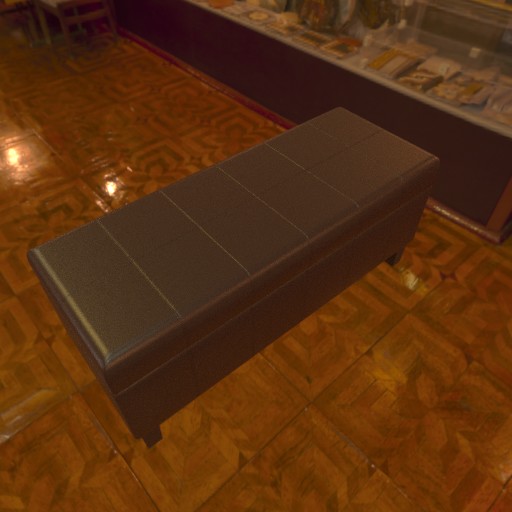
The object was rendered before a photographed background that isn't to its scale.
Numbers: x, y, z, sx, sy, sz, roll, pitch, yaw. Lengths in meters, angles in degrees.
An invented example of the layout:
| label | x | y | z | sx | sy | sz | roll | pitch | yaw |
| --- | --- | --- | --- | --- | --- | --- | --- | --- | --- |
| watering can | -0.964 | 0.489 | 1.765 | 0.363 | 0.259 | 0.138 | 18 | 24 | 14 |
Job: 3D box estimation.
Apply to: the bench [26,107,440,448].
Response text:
| label | x | y | z | sx | sy | sz | roll | pitch | yaw |
| --- | --- | --- | --- | --- | --- | --- | --- | --- | --- |
| bench | 0.000 | 0.000 | 1.334 | 1.092 | 0.457 | 0.429 | -31 | 54 | -26 |
